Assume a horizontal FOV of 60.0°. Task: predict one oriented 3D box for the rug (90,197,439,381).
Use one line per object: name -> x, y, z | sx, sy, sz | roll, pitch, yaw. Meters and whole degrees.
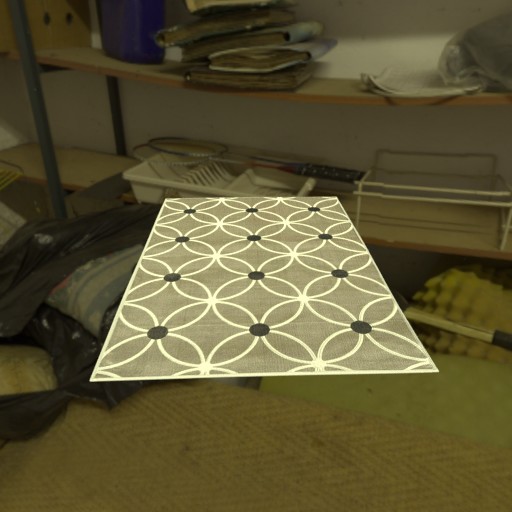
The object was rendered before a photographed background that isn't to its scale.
rug -> 0.000, 0.000, 2.925 | 1.522, 0.008, 2.284 | -1, 27, -2
